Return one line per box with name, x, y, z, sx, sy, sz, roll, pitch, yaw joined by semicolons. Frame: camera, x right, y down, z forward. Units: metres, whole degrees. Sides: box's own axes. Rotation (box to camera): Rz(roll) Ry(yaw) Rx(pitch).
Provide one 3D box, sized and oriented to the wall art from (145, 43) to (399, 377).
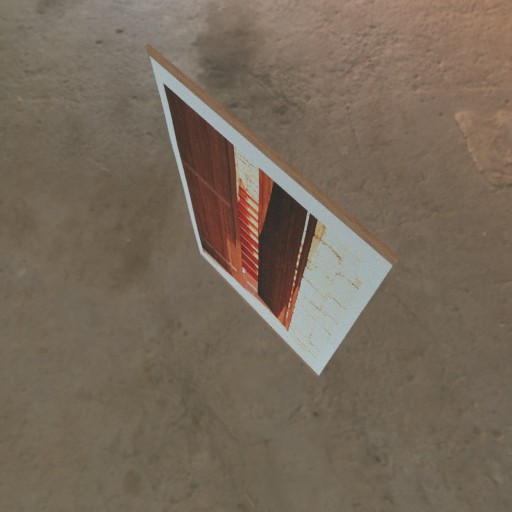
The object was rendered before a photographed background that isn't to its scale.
wall art;0.000;0.000;1.923;0.019;1.527;1.019;-40;71;-17
